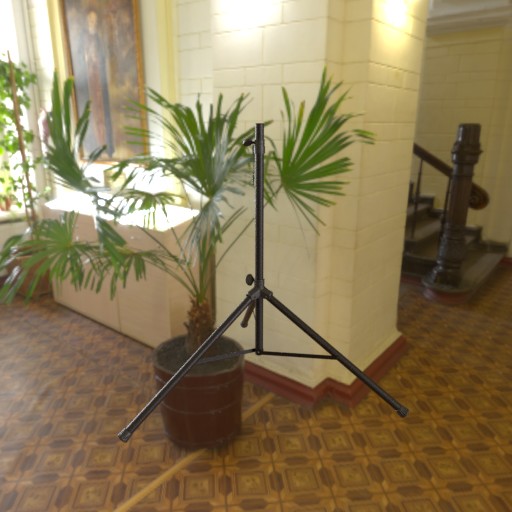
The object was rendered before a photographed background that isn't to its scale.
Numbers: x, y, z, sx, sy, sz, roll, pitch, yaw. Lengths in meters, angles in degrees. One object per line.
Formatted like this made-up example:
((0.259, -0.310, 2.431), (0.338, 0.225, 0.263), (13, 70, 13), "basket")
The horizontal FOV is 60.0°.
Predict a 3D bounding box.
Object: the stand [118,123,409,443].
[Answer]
((0.000, 0.000, 2.780), (1.596, 1.595, 1.339), (-2, 17, -6), "stand")
